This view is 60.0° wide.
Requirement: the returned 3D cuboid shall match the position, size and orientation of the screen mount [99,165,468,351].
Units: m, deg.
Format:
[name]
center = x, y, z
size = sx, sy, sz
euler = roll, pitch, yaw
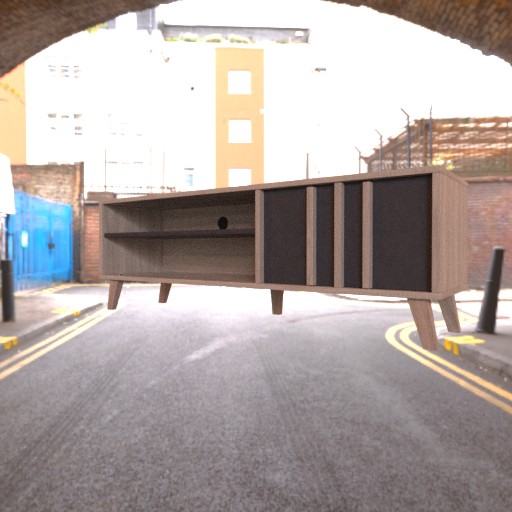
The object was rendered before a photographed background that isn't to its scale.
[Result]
[screen mount]
center = 0.000, 0.000, 1.791
size = 1.500, 0.509, 0.401
euler = 1, 1, 35
